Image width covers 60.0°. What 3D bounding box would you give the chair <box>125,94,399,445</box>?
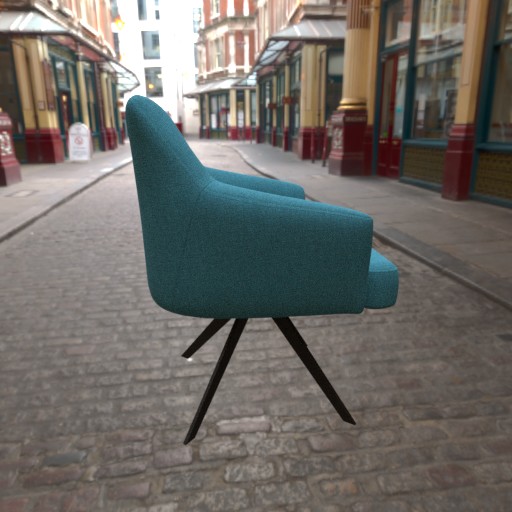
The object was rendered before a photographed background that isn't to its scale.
[{"bbox_3d":[0.000,0.000,1.322,0.677,0.874,0.642,-3,16,-10],"label":"chair"}]
